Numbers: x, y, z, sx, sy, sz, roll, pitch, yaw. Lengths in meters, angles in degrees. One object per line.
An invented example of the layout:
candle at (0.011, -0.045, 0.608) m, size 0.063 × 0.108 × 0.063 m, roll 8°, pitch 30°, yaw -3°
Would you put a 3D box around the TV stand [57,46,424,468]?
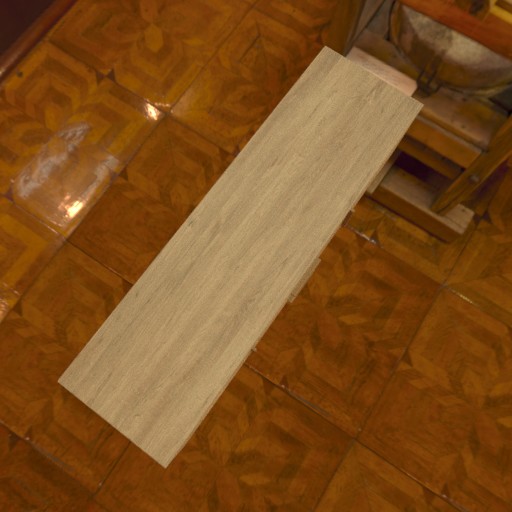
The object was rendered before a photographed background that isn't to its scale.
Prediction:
TV stand at (0.000, 0.000, 1.580) m, size 0.401 × 0.565 × 1.313 m, roll 35°, pitch 79°, yaw 8°
